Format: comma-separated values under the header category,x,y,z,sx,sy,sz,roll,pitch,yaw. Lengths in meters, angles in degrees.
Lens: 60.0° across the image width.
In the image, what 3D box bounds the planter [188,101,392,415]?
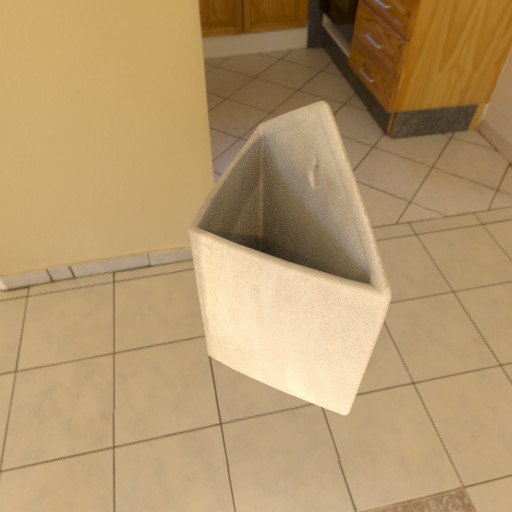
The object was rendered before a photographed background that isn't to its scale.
category,x,y,z,sx,sy,sz,roll,pitch,yaw
planter,0.000,0.000,0.279,0.080,0.194,0.163,-17,50,-15
